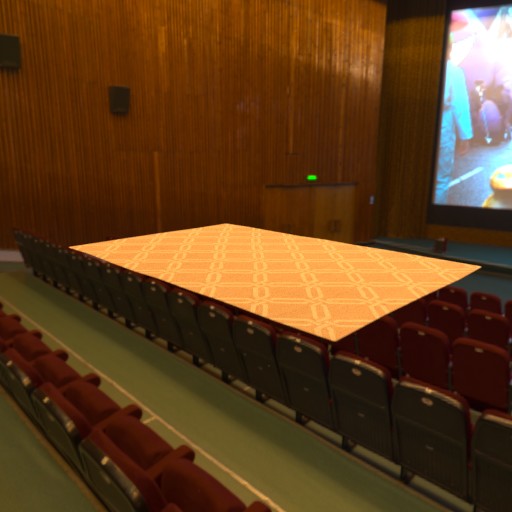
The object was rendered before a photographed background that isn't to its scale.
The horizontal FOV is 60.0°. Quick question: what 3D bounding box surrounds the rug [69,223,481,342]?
[{"bbox_3d":[0.000,0.000,2.192,1.745,0.010,1.146,13,18,43],"label":"rug"}]
